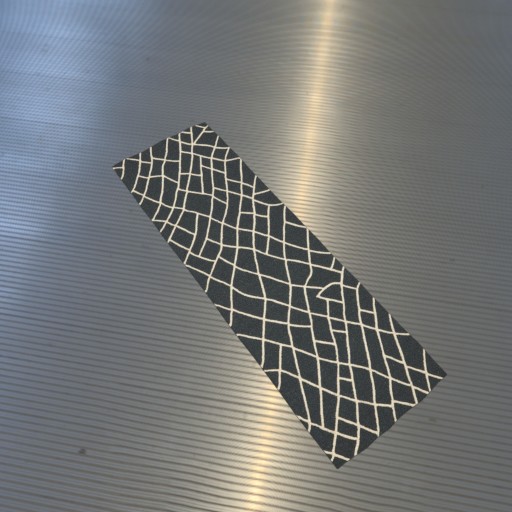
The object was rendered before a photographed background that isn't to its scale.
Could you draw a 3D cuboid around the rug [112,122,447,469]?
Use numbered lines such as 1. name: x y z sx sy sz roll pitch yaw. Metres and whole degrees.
1. rug: 0.000 0.000 2.801 0.807 0.010 2.476 -32 64 -18
